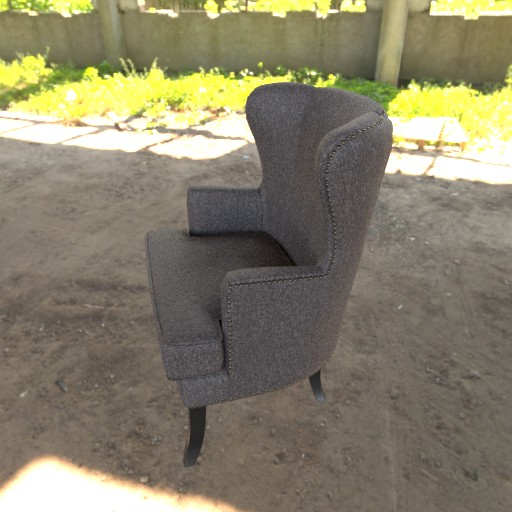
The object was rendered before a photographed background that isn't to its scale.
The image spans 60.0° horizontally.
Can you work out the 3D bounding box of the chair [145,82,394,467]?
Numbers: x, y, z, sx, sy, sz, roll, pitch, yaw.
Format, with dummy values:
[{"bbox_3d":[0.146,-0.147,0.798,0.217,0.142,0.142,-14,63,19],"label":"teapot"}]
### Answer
[{"bbox_3d":[0.000,0.000,1.574,0.758,1.060,0.759,-8,31,-14],"label":"chair"}]
